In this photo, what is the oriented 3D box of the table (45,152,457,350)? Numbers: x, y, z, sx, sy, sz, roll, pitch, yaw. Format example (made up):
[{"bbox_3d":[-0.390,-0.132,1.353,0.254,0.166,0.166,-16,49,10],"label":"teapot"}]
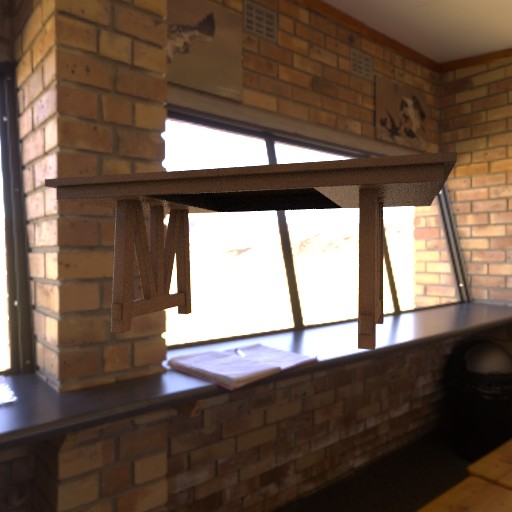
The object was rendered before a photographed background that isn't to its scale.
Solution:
[{"bbox_3d":[0.000,0.000,2.392,1.881,0.768,1.016,0,0,19],"label":"table"}]
